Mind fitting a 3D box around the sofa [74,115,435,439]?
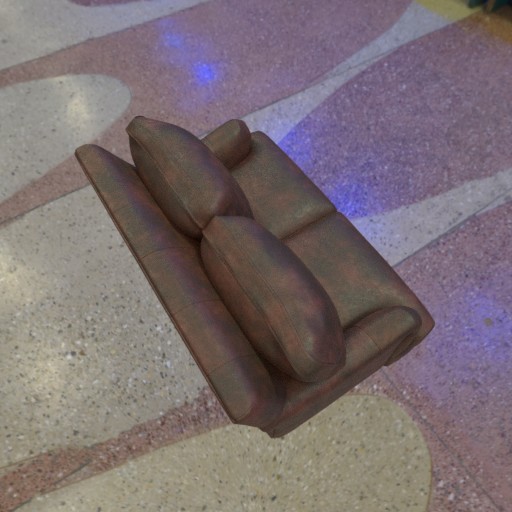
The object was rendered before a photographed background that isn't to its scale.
[{"bbox_3d":[0.000,0.000,2.345,1.148,1.070,1.628,-29,63,-17],"label":"sofa"}]
